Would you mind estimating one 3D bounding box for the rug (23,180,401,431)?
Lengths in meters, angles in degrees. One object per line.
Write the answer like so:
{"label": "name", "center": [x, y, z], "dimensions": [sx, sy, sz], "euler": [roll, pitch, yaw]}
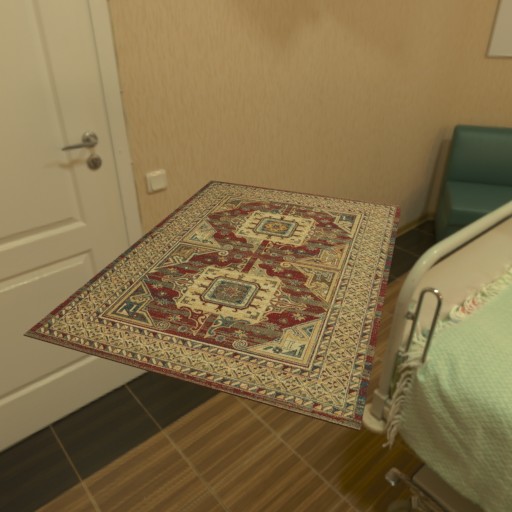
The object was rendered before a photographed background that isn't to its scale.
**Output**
{"label": "rug", "center": [0.000, 0.000, 4.109], "dimensions": [2.381, 0.013, 3.197], "euler": [10, 32, 17]}
